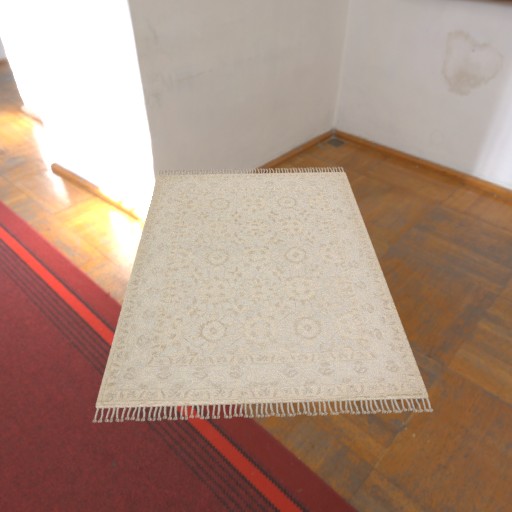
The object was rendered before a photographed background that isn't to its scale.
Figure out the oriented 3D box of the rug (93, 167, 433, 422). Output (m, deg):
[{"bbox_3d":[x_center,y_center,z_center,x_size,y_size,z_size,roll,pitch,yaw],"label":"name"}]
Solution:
[{"bbox_3d":[0.000,0.000,2.255,1.223,0.015,1.771,-1,40,-1],"label":"rug"}]
